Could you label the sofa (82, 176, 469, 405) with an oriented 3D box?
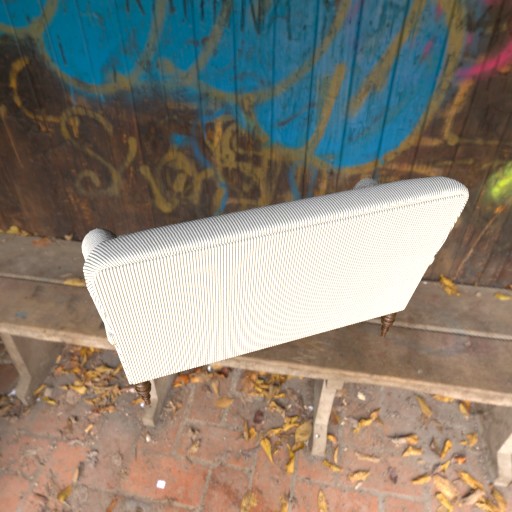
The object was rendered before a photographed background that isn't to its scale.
[{"bbox_3d":[0.000,0.000,1.802,1.297,0.889,0.779,-12,42,-14],"label":"sofa"}]
